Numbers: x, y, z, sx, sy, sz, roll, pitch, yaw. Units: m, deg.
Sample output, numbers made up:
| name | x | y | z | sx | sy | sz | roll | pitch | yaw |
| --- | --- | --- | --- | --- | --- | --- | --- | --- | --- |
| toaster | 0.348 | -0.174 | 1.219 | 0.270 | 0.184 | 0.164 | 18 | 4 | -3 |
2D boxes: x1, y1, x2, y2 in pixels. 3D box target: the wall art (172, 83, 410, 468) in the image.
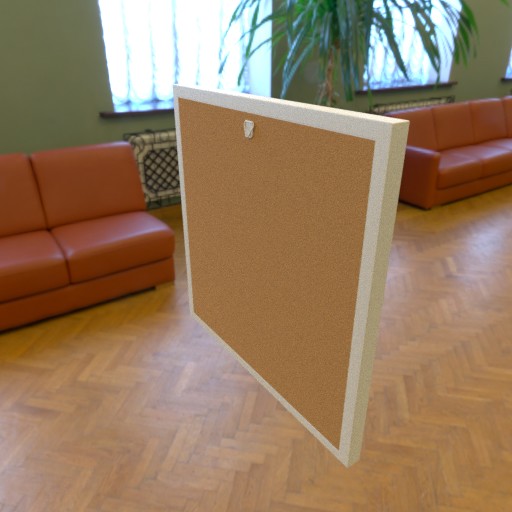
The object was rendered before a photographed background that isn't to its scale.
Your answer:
| name | x | y | z | sx | sy | sz | roll | pitch | yaw |
| --- | --- | --- | --- | --- | --- | --- | --- | --- | --- |
| wall art | 0.000 | 0.000 | 1.124 | 0.050 | 0.762 | 0.761 | -17 | 31 | -31 |
